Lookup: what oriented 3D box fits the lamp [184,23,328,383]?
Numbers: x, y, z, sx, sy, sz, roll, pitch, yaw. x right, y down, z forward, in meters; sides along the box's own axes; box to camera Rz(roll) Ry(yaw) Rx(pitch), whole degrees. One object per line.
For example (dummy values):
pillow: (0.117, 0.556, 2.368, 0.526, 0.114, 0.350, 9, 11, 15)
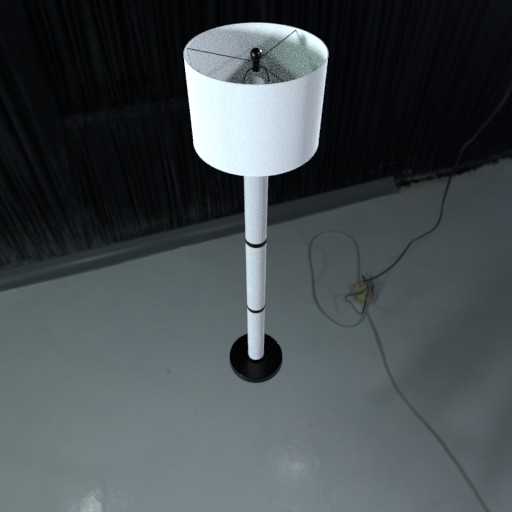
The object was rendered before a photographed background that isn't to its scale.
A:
lamp: (0.000, 0.000, 1.738, 0.377, 1.599, 0.377, -17, 50, -15)
